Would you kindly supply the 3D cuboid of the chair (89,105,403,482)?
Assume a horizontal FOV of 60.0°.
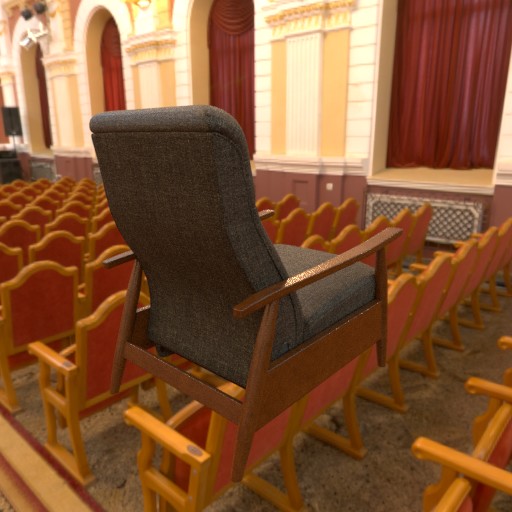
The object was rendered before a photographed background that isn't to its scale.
[{"bbox_3d":[0.000,0.000,1.770,0.762,1.082,1.014,13,20,41],"label":"chair"}]
